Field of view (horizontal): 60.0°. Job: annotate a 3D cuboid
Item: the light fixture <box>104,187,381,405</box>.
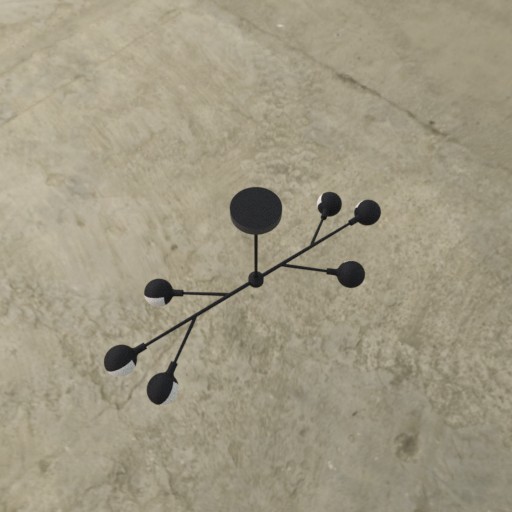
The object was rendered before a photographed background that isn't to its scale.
[{"bbox_3d":[0.000,0.000,1.005,0.778,0.362,0.434,-16,60,-9],"label":"light fixture"}]
